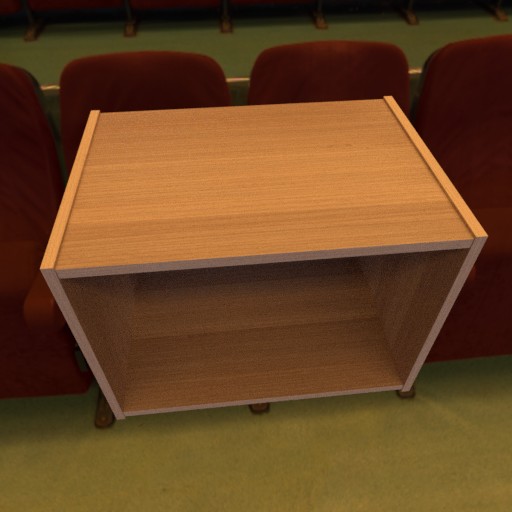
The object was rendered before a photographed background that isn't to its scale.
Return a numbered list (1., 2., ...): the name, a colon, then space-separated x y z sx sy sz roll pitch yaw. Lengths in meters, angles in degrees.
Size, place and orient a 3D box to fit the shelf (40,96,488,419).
1. shelf: 0.000 0.000 0.616 0.415 0.305 0.290 -4 46 -4
